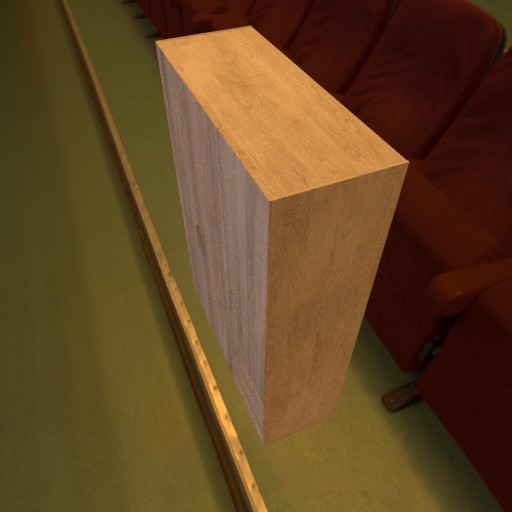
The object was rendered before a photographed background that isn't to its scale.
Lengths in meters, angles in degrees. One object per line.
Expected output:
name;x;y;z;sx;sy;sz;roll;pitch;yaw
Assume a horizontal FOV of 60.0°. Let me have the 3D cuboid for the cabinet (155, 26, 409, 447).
cabinet;0.000;0.000;2.450;0.510;1.910;1.290;-18;49;-16
